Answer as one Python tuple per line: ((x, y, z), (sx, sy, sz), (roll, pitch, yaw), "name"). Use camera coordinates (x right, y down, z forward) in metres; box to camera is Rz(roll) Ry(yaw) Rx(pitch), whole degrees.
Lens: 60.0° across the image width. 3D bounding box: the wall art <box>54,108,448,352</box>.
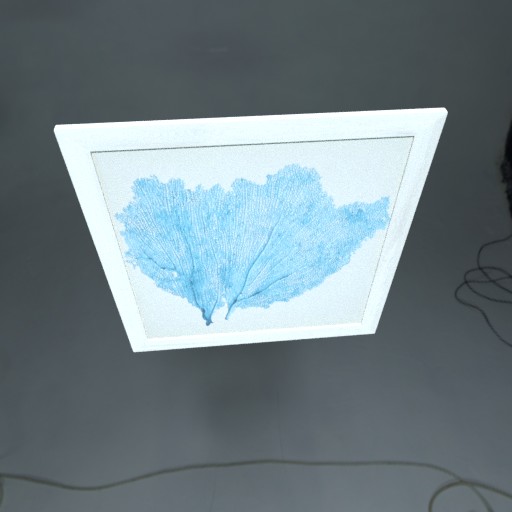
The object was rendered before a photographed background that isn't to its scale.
((0.000, 0.000, 0.865), (0.584, 0.584, 0.013), (-4, 46, -4), "wall art")
